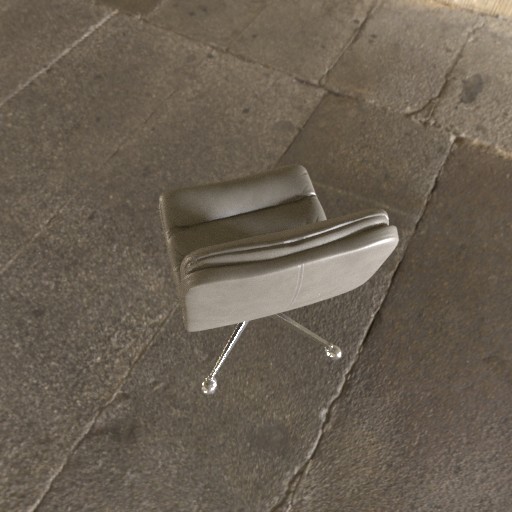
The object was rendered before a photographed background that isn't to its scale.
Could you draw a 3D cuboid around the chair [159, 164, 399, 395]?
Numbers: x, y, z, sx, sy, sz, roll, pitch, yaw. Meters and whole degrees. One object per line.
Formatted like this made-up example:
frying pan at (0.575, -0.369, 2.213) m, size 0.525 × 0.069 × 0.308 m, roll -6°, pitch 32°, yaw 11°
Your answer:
chair at (0.000, 0.000, 1.062) m, size 0.422 × 0.738 × 0.485 m, roll -14°, pitch 60°, yaw -8°
